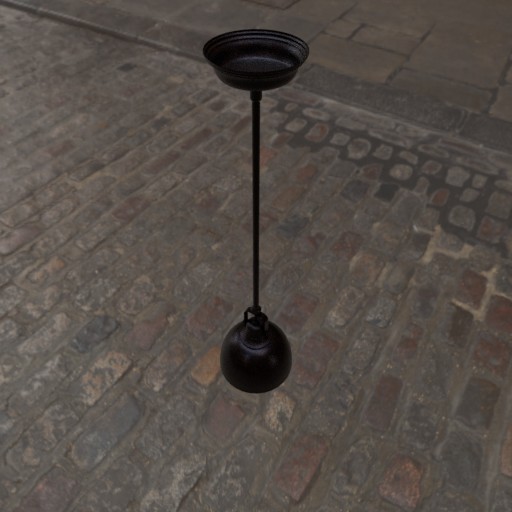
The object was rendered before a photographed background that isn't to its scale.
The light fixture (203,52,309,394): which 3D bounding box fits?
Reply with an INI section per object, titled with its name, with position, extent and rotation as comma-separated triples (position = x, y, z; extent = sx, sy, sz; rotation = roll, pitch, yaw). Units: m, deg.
[light fixture]
position = 0.000, 0.000, 0.844
extent = 0.182, 0.768, 0.182
rotation = 24, 51, 21
